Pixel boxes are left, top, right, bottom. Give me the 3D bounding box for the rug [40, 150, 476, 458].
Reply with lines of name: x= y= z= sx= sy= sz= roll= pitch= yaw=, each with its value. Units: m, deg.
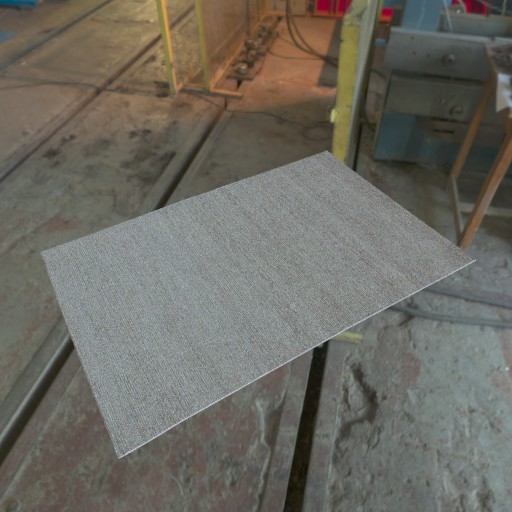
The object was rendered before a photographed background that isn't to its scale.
rug: x=0.000 y=0.000 z=2.158 sx=1.792 sy=0.021 sz=1.154 roll=-23 pitch=50 yaw=-22
